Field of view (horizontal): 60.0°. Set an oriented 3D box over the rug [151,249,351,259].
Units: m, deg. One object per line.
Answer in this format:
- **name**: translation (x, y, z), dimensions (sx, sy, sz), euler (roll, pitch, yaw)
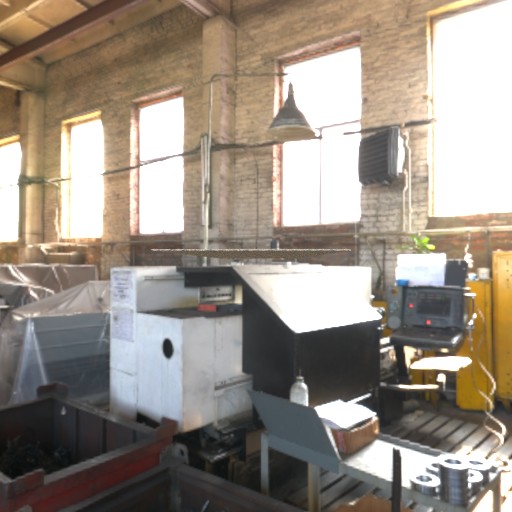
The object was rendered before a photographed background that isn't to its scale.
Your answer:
- **rug**: translation (0.000, 0.000, 2.639), dimensions (0.660, 0.005, 2.464), euler (0, -1, 1)
